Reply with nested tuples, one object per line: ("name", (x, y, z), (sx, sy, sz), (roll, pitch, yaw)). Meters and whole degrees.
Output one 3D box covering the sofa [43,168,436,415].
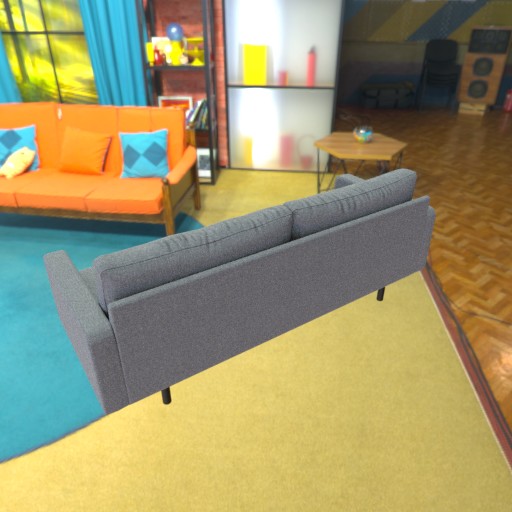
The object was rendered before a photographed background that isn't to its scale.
("sofa", (0.000, 0.000, 2.678), (2.200, 0.880, 0.880), (-19, 35, -29))
